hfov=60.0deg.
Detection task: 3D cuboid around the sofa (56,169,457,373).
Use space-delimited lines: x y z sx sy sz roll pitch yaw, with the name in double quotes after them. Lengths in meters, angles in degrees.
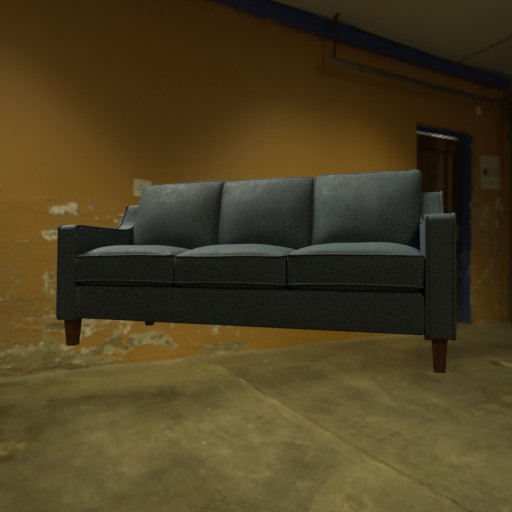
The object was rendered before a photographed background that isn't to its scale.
0.000 0.000 2.501 1.986 0.974 0.911 0 -1 18 "sofa"
